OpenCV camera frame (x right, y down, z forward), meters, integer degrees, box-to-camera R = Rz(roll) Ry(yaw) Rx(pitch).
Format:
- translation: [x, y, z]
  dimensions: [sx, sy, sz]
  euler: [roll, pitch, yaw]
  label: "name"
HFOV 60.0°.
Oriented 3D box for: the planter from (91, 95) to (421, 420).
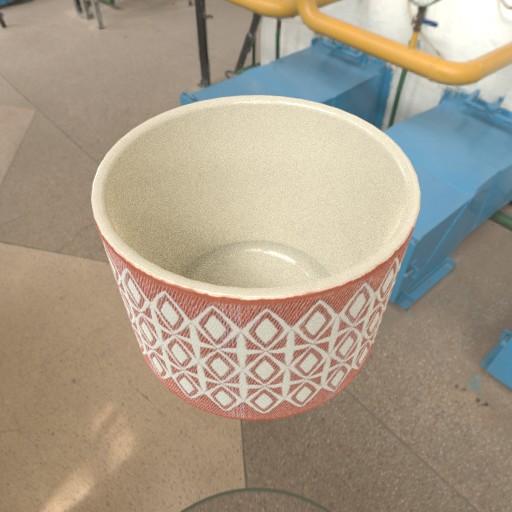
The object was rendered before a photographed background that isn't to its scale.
- translation: [0.000, 0.000, 0.319]
  dimensions: [0.192, 0.148, 0.192]
  euler: [0, 47, 0]
  label: "planter"
